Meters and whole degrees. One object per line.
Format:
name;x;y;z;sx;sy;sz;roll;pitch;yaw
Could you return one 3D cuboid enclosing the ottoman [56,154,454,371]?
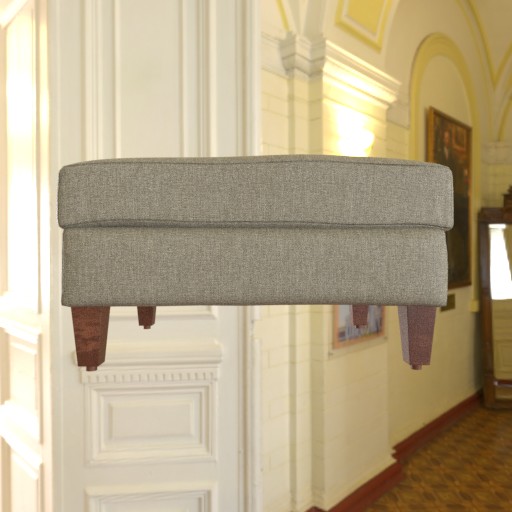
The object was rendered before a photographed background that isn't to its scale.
ottoman;0.000;0.000;1.237;0.873;0.494;0.639;0;0;-1
